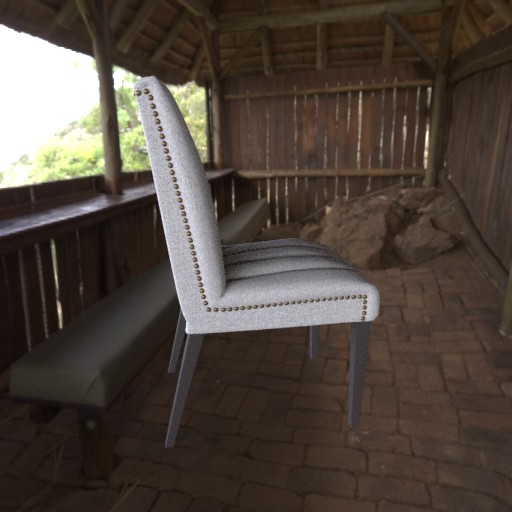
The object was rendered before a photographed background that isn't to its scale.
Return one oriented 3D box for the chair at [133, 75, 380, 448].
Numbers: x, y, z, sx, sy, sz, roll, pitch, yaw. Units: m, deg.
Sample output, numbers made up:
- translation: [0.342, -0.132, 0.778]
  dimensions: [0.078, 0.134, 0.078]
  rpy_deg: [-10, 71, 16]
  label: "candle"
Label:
- translation: [0.000, 0.000, 1.407]
  dimensions: [0.647, 1.016, 0.511]
  rpy_deg: [-3, 16, -9]
  label: "chair"
